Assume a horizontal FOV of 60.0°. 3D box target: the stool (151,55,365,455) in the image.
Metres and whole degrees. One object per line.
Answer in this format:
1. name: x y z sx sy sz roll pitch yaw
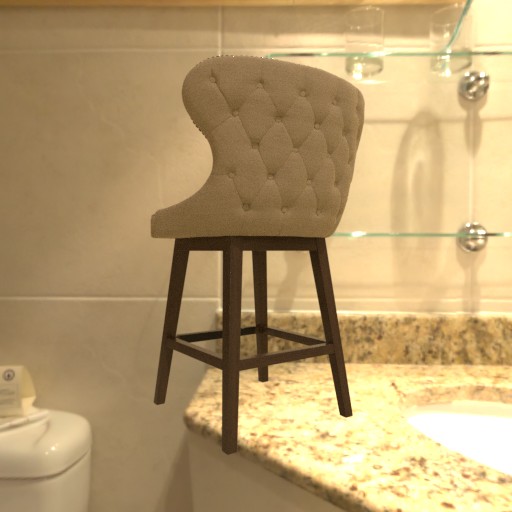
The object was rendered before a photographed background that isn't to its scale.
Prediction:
1. stool: 0.000 0.000 1.370 0.615 0.972 0.597 -1 1 -35
